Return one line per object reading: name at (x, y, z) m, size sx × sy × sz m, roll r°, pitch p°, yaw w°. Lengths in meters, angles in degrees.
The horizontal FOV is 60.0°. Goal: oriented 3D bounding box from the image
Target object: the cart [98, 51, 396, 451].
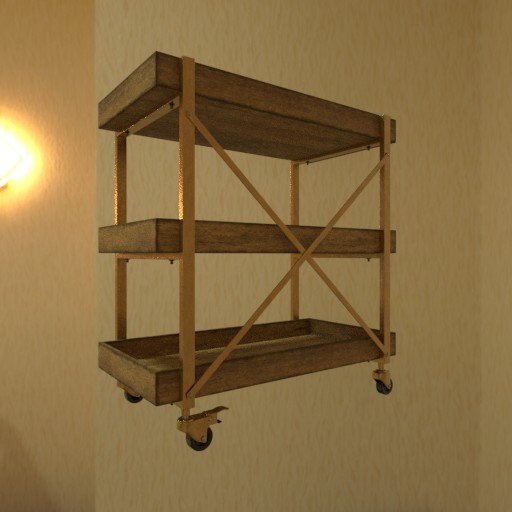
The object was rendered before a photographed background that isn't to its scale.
cart at (0.000, 0.000, 1.230) m, size 0.750 × 0.799 × 0.416 m, roll 0°, pitch 0°, yaw -36°
